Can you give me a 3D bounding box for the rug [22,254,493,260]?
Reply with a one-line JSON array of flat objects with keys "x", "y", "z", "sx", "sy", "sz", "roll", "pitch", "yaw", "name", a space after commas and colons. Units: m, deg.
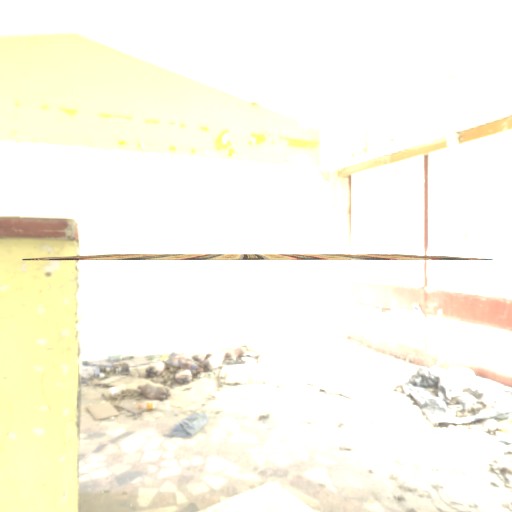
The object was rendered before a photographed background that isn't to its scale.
[{"x": 0.000, "y": 0.000, "z": 2.918, "sx": 2.311, "sy": 0.010, "sz": 1.522, "roll": 0, "pitch": 1, "yaw": -1, "name": "rug"}]
